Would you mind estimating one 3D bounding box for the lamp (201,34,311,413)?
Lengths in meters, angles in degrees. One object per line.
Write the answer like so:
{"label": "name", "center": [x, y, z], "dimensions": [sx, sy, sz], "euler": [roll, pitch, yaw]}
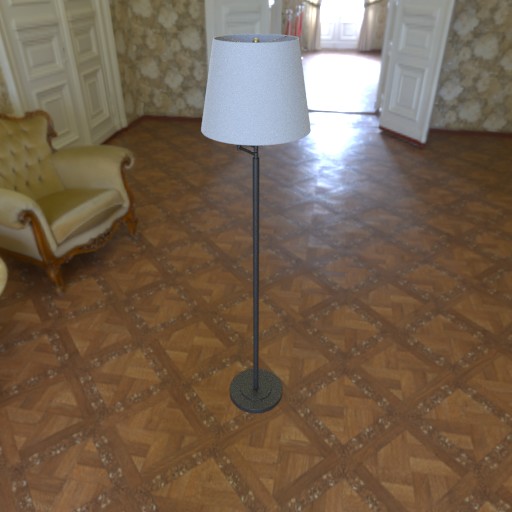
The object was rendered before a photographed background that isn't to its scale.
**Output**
{"label": "lamp", "center": [0.000, 0.000, 1.661], "dimensions": [0.348, 1.473, 0.348], "euler": [-21, 37, -30]}
